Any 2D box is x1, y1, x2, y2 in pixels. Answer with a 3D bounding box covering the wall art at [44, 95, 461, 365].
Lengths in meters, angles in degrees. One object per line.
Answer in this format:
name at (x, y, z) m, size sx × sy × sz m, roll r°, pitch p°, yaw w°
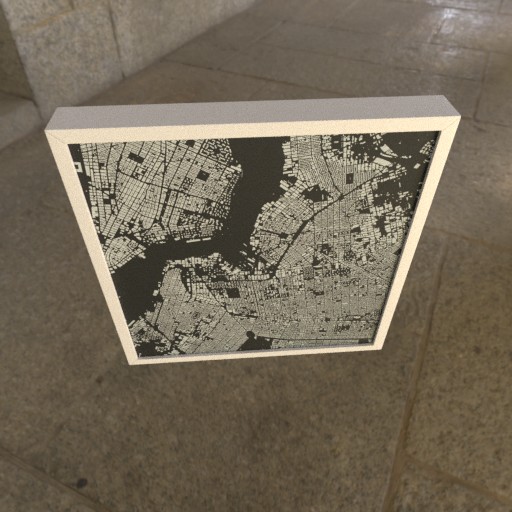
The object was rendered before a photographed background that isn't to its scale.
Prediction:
wall art at (0.000, 0.000, 0.442) m, size 0.305 × 0.305 × 0.037 m, roll -3°, pitch 44°, yaw -3°
